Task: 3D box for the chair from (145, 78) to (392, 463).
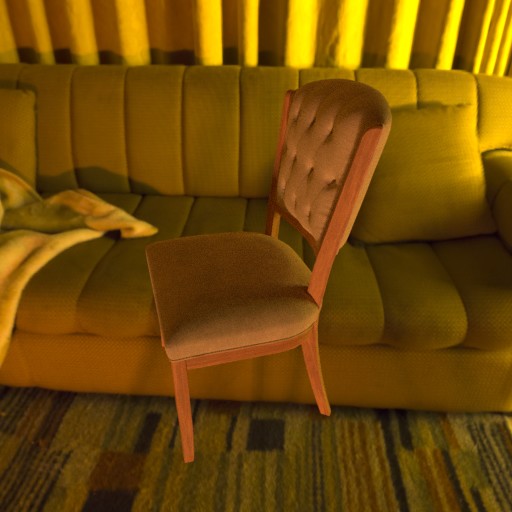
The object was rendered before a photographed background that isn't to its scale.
[{"bbox_3d":[0.000,0.000,1.250,0.584,0.905,0.513,-9,31,-15],"label":"chair"}]
